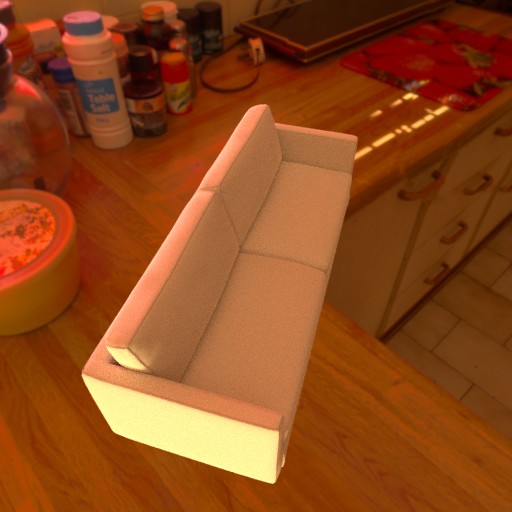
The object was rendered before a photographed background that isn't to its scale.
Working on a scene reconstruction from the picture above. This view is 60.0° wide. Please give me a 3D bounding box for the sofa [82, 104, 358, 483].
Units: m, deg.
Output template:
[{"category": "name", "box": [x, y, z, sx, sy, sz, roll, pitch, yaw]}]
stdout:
[{"category": "sofa", "box": [0.000, 0.000, 2.828, 0.951, 0.962, 2.361, 12, 47, 12]}]
